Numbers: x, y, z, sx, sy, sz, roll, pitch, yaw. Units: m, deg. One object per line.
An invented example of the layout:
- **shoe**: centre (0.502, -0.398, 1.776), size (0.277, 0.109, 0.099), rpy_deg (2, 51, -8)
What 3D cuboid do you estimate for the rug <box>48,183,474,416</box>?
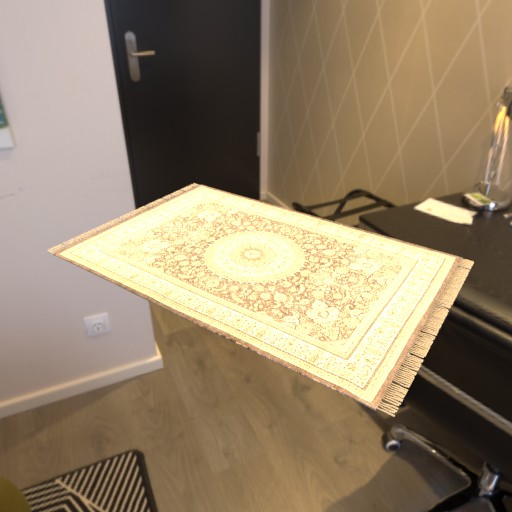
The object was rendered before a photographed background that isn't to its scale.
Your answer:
- **rug**: centre (0.000, 0.000, 4.165), size (3.422, 0.015, 2.143), rpy_deg (20, 36, 29)
